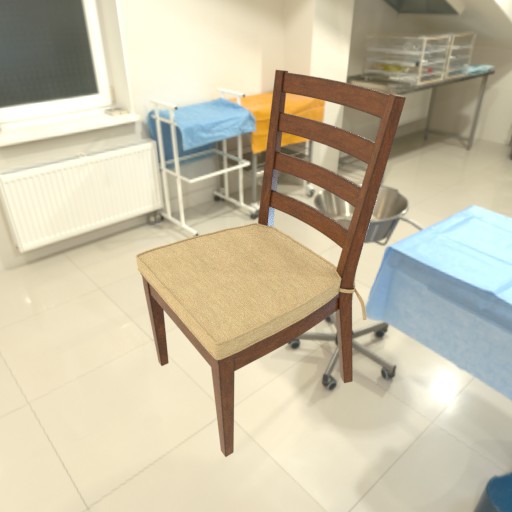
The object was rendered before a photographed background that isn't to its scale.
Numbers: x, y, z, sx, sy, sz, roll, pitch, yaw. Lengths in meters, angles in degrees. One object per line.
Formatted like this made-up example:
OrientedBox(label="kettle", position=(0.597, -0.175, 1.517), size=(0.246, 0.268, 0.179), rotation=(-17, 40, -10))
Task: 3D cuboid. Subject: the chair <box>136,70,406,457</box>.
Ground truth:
OrientedBox(label="chair", position=(0.000, 0.000, 1.379), size=(0.595, 0.979, 0.593), rotation=(-20, 36, -29))
